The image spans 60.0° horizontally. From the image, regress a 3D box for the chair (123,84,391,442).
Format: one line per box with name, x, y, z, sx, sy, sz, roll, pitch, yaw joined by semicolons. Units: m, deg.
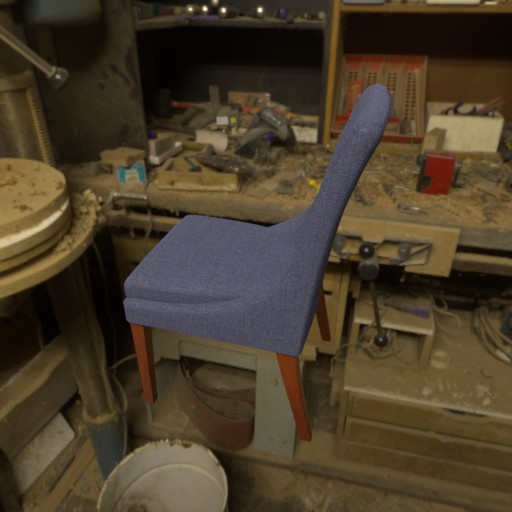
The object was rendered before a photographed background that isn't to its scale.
chair;0.000;0.000;1.349;0.655;0.952;0.508;8;32;13
